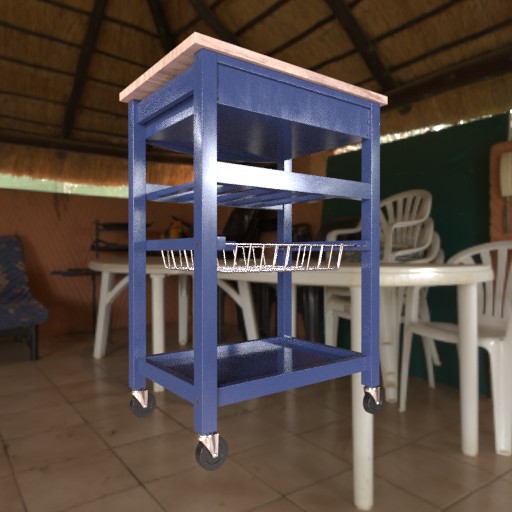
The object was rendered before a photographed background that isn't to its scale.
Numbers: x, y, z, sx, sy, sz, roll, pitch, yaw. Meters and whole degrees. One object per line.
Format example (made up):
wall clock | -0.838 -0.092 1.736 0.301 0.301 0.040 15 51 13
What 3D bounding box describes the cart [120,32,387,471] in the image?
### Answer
cart | 0.000 0.000 1.163 0.584 0.839 0.403 0 1 -37
